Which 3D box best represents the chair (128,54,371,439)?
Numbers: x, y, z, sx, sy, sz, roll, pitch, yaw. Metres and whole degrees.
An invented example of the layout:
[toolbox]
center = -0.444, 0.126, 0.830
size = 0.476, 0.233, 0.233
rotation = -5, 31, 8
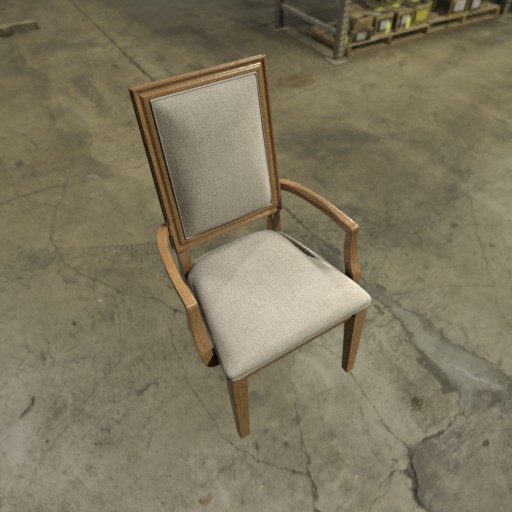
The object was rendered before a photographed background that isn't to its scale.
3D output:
[chair]
center = 0.000, 0.000, 1.420
size = 0.606, 0.990, 0.602
rotation = -25, 51, -22
